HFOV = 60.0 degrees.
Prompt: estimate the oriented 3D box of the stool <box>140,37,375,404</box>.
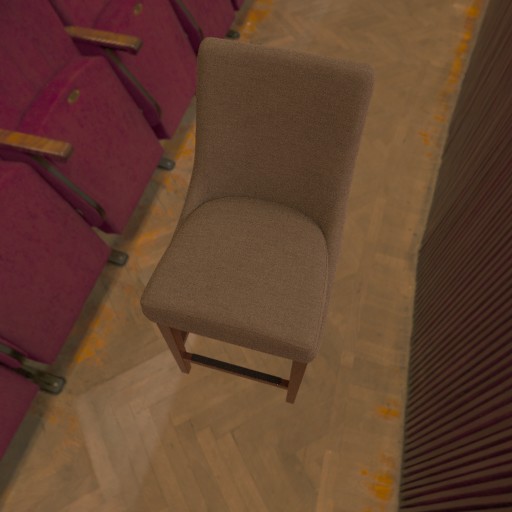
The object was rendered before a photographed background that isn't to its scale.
[{"bbox_3d":[0.000,0.000,1.294,0.470,0.981,0.577,13,59,8],"label":"stool"}]
